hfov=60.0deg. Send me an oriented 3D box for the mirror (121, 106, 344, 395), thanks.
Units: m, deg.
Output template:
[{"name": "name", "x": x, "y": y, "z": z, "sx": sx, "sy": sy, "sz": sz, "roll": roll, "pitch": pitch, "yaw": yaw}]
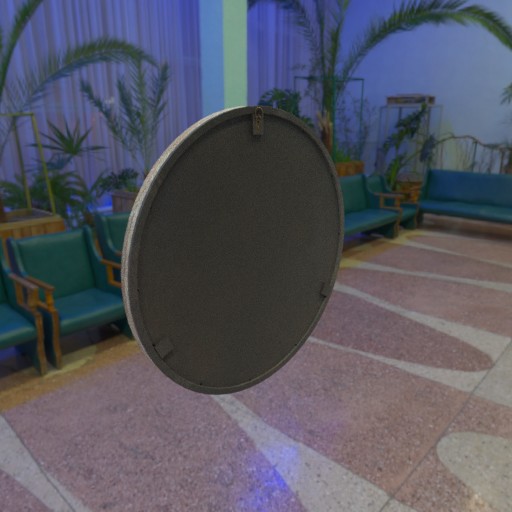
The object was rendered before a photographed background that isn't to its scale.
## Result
[{"name": "mirror", "x": 0.000, "y": 0.000, "z": 1.108, "sx": 0.710, "sy": 0.710, "sz": 0.038, "roll": -15, "pitch": 23, "yaw": -42}]
